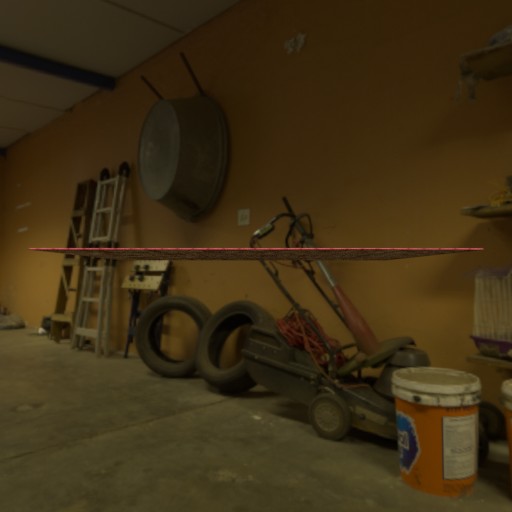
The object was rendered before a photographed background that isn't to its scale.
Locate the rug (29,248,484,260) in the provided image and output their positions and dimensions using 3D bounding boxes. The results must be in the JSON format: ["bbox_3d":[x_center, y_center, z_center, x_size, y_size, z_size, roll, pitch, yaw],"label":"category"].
[{"bbox_3d":[0.000,0.000,2.911,2.184,0.007,1.579,0,-2,0],"label":"rug"}]
